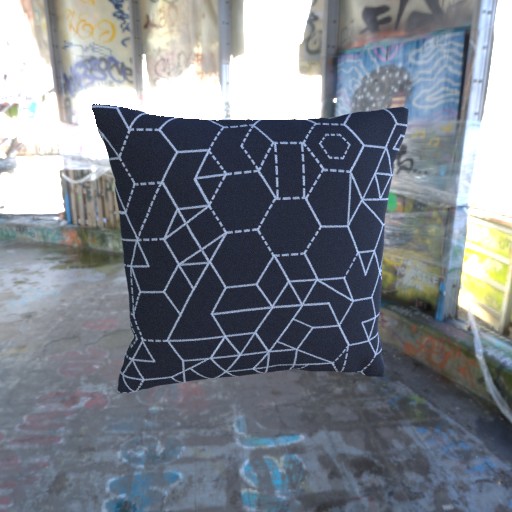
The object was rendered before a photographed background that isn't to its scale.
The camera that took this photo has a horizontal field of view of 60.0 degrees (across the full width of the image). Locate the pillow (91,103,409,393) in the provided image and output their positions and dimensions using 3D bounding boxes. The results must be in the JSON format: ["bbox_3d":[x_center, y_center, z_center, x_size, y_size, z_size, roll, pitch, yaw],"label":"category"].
[{"bbox_3d":[0.000,0.000,0.784,0.517,0.508,0.158,-2,16,-7],"label":"pillow"}]
